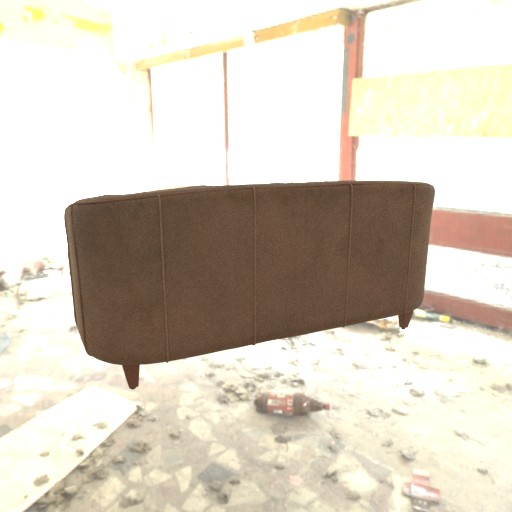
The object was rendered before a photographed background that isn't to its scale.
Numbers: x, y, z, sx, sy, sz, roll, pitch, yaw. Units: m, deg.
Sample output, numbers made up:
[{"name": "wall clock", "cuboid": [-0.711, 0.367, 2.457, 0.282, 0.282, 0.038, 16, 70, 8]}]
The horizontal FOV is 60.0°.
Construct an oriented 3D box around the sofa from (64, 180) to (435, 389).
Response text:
[{"name": "sofa", "cuboid": [0.000, 0.000, 2.272, 1.767, 0.799, 0.917, -6, 15, -24]}]
